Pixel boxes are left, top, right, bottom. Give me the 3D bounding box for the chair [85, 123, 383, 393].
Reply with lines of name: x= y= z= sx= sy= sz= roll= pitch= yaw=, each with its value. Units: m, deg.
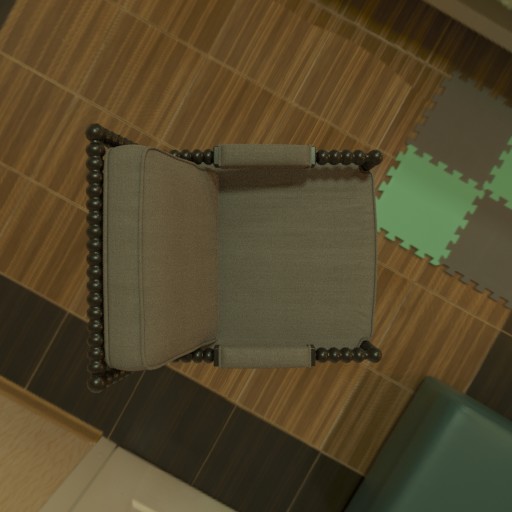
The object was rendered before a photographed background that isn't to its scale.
chair: x=0.000 y=0.000 z=1.125 sx=0.622 sy=0.661 sz=0.540 roll=0 pitch=91 yaw=0
